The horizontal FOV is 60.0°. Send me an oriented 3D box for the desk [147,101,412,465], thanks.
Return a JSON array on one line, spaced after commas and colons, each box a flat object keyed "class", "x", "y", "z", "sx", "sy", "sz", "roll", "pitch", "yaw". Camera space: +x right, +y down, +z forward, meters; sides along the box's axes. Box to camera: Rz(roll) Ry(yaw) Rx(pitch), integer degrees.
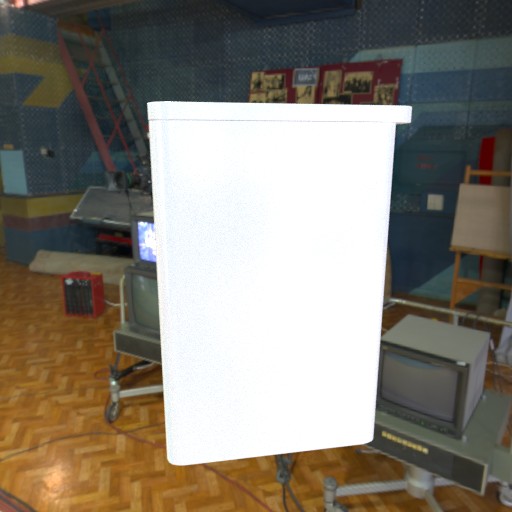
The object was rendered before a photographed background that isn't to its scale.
[{"class": "desk", "x": 0.000, "y": 0.000, "z": 1.331, "sx": 0.549, "sy": 0.800, "sz": 0.762, "roll": -2, "pitch": 14, "yaw": -10}]
